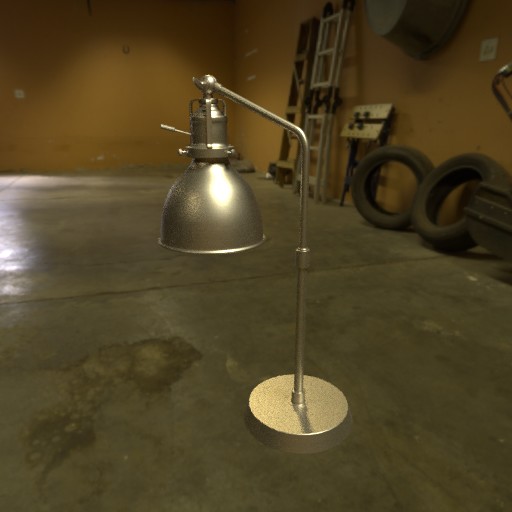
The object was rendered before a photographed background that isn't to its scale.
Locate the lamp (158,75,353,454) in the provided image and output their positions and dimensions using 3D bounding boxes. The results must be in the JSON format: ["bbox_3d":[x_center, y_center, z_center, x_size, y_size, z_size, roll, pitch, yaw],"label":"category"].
[{"bbox_3d":[0.000,0.000,0.593,0.286,0.456,0.153,8,19,26],"label":"lamp"}]
